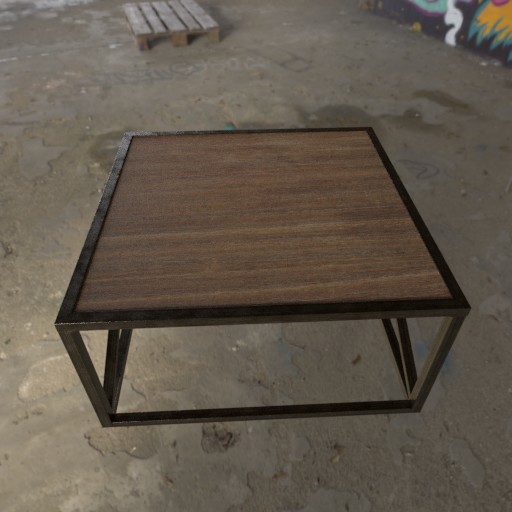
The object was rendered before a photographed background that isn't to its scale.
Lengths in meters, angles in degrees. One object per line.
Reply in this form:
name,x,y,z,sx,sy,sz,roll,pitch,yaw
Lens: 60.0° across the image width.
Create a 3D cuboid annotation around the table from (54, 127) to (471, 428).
table,0.000,0.000,1.447,0.909,0.451,0.899,-2,42,-2
